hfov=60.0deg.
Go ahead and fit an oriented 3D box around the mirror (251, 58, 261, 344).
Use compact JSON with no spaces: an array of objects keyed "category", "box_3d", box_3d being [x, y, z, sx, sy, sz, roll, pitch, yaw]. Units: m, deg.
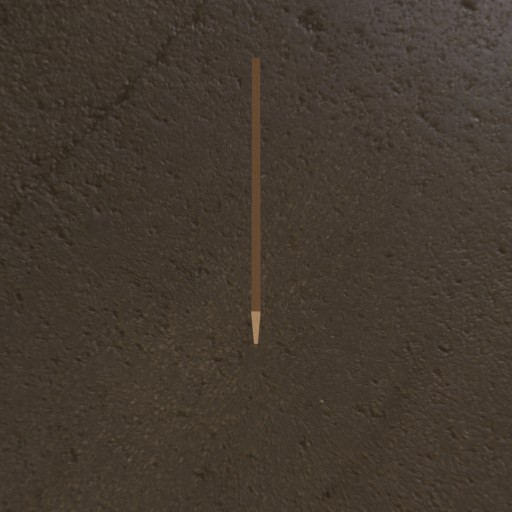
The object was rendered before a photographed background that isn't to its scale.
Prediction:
[{"category":"mirror","box_3d":[0.000,0.000,2.313,0.026,2.031,0.812,0,76,0]}]
